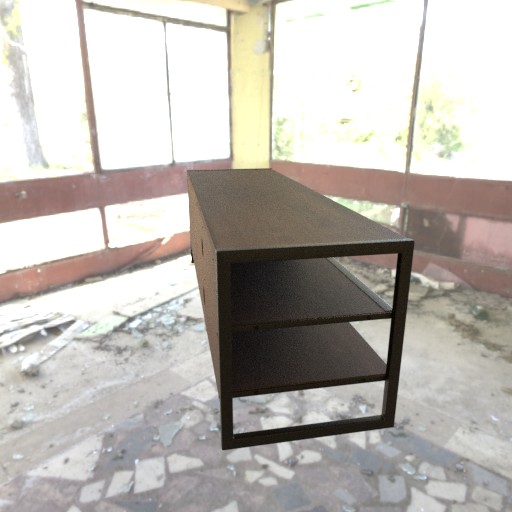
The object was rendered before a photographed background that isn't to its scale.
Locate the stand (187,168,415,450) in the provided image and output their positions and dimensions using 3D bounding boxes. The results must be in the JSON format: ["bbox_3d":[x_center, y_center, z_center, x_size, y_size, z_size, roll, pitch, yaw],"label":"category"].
[{"bbox_3d":[0.000,0.000,1.733,0.454,0.506,1.480,-3,18,-10],"label":"stand"}]
